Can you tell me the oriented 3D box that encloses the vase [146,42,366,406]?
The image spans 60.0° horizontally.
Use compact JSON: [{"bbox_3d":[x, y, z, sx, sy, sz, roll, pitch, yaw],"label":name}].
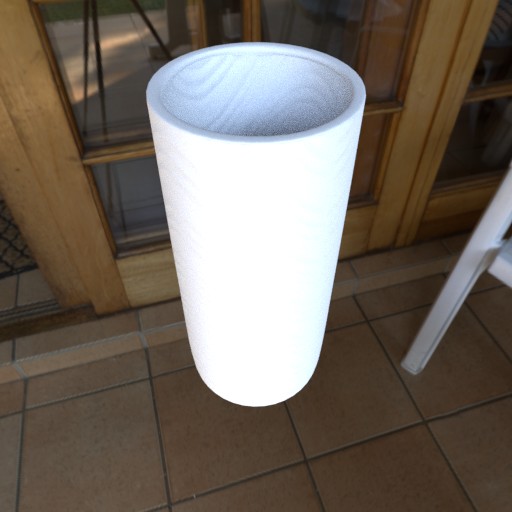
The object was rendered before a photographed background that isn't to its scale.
[{"bbox_3d":[0.000,0.000,0.394,0.143,0.316,0.143,0,46,0],"label":"vase"}]
